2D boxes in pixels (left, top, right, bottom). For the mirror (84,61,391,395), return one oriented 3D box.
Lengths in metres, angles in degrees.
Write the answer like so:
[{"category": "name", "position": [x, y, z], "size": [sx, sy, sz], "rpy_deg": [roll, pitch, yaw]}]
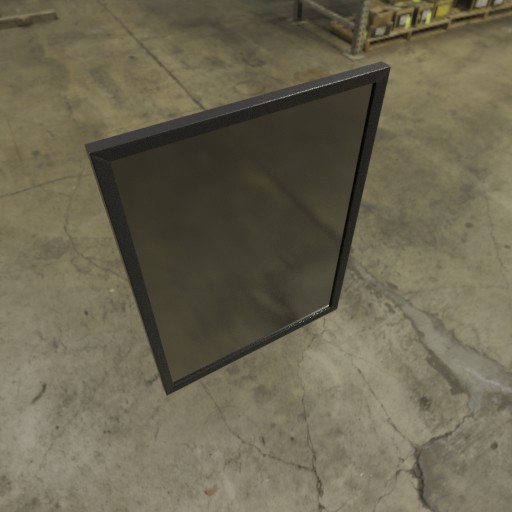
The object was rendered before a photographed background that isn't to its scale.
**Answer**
[{"category": "mirror", "position": [0.000, 0.000, 1.361], "size": [0.762, 1.016, 0.040], "rpy_deg": [-23, 51, -20]}]
